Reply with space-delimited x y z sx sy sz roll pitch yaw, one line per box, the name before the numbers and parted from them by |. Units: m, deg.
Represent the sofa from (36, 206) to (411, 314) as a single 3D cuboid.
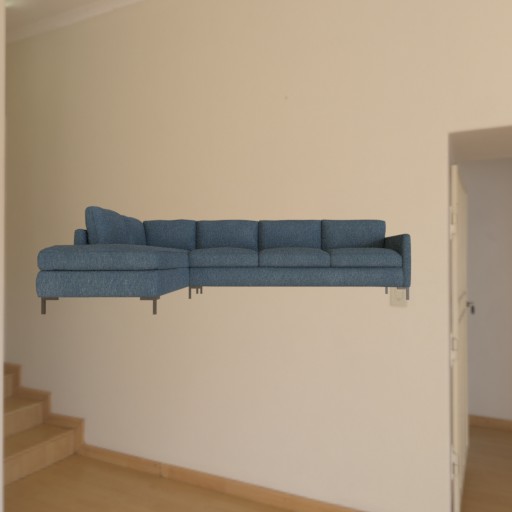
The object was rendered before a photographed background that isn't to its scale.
sofa | 0.000 0.000 3.938 2.949 0.815 2.007 0 -1 1
